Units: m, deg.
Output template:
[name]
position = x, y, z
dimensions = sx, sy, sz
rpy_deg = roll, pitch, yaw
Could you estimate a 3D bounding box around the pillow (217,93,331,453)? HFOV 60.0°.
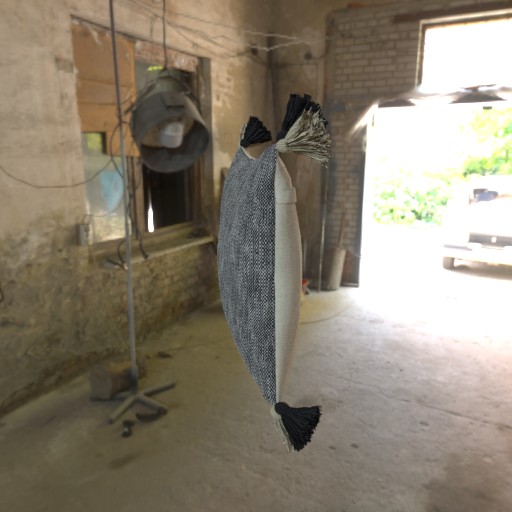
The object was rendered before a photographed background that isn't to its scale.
[pillow]
position = 0.000, 0.000, 1.012
dimensions = 0.170, 0.659, 0.654
rpy_deg = -2, 14, -9
